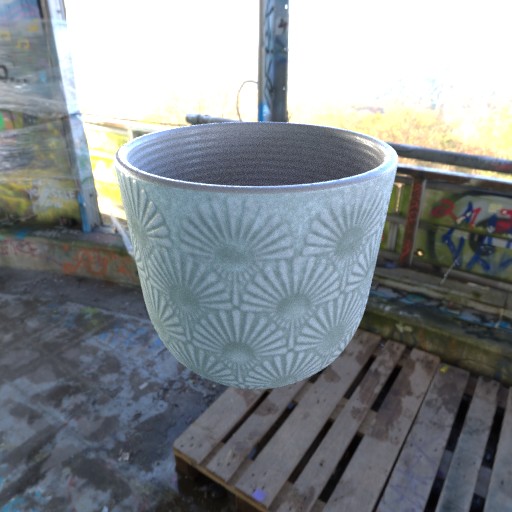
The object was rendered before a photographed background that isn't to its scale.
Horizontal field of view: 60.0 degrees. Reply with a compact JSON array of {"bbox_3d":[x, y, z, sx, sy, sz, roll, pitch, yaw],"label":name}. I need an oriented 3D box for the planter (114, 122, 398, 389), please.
[{"bbox_3d":[0.000,0.000,0.308,0.170,0.152,0.170,0,27,0],"label":"planter"}]
